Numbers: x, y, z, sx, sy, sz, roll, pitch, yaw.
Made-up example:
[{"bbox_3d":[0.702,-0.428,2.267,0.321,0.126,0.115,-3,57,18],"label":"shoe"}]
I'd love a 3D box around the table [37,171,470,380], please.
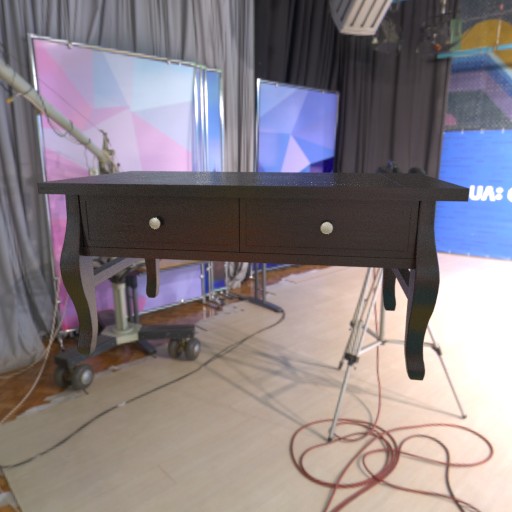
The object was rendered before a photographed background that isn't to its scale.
[{"bbox_3d":[0.000,0.000,1.412,1.062,0.494,0.600,2,14,9],"label":"table"}]
